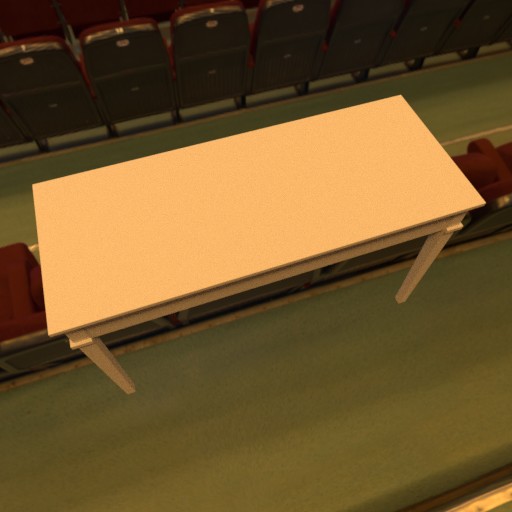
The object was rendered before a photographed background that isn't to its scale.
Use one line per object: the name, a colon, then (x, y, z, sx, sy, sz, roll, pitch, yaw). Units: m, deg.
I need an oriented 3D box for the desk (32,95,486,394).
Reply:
desk: (0.000, 0.000, 1.773, 1.372, 0.774, 0.559, -16, 60, -10)
